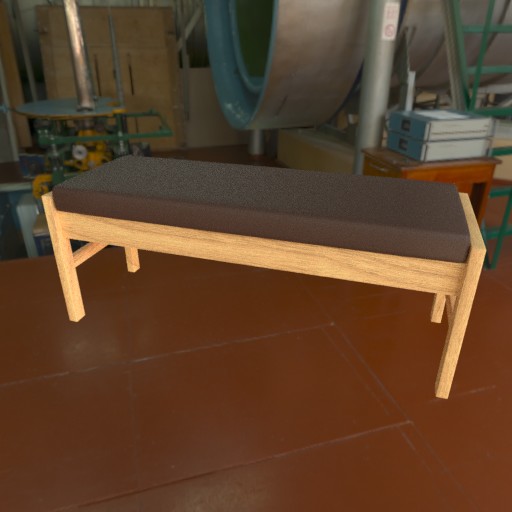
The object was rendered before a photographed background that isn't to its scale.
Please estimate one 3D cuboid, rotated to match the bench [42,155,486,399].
[{"bbox_3d":[0.000,0.000,1.408,1.200,0.480,0.405,8,28,16],"label":"bench"}]
